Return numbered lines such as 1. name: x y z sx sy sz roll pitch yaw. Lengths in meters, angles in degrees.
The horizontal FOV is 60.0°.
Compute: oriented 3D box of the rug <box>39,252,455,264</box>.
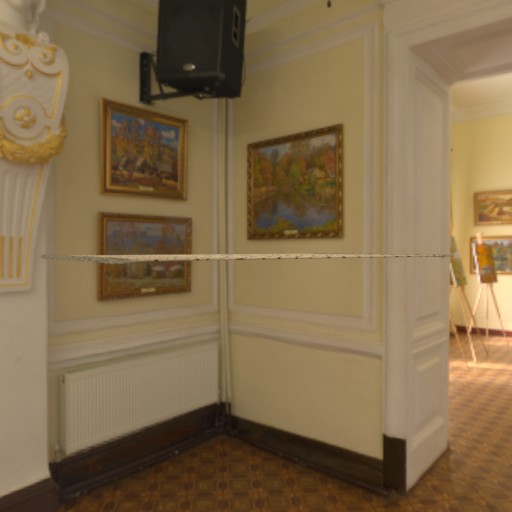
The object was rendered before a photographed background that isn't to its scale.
1. rug: 0.000 0.000 3.033 2.472 0.035 1.495 -1 1 -36
